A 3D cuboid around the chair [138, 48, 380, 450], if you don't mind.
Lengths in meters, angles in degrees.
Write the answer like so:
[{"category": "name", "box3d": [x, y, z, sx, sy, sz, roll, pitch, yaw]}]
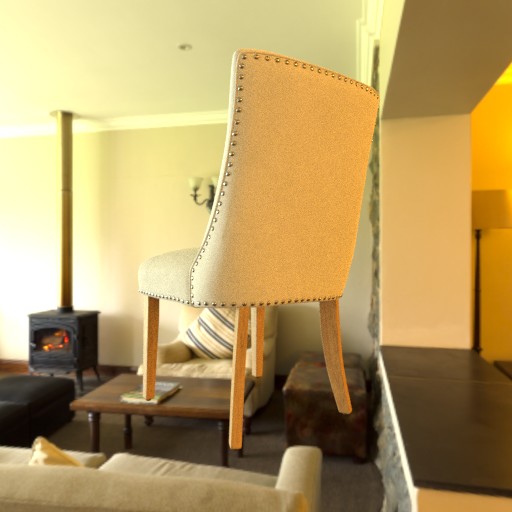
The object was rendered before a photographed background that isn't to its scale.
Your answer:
[{"category": "chair", "box3d": [0.000, 0.000, 1.284, 0.495, 0.902, 0.610, 0, 0, -37]}]
